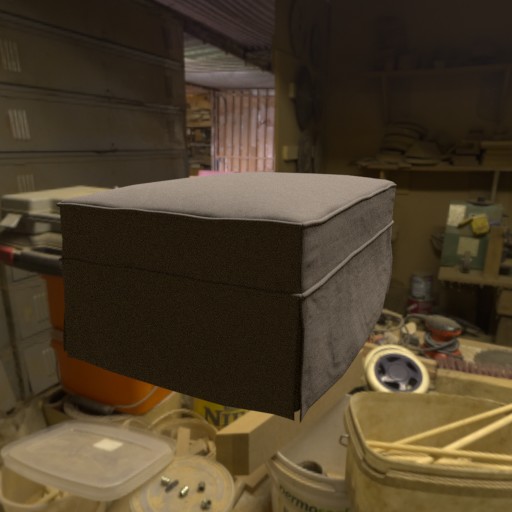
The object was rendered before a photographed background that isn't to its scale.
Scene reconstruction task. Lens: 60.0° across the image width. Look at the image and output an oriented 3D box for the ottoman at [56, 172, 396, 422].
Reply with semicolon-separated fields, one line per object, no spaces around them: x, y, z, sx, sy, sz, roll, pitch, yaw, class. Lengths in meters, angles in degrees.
0.000;0.000;1.347;0.703;0.479;0.944;7;16;26;ottoman
